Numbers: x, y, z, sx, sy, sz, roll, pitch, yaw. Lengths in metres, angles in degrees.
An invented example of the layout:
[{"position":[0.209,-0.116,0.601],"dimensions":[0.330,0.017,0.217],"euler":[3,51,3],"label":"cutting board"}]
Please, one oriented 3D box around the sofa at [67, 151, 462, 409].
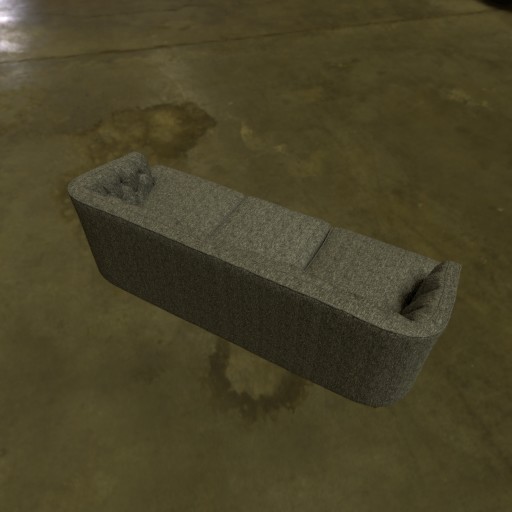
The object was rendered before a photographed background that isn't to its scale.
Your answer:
[{"position":[0.000,0.000,2.782],"dimensions":[2.278,0.855,0.941],"euler":[22,50,20],"label":"sofa"}]
